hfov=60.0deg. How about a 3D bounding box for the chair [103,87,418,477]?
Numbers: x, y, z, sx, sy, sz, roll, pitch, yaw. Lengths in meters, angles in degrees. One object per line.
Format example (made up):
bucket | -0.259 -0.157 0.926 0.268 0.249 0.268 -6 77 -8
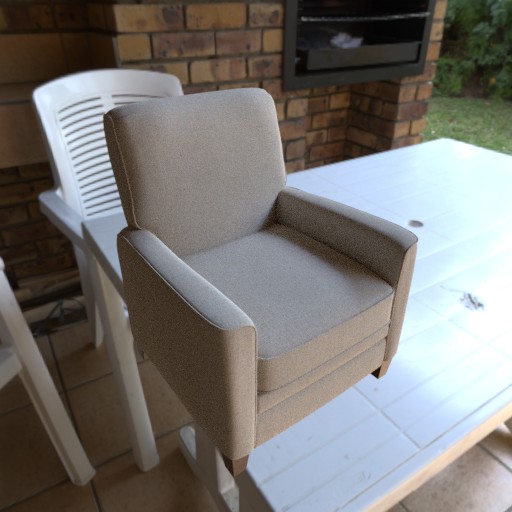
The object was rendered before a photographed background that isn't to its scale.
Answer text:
chair | 0.000 0.000 1.609 0.845 1.023 0.859 -21 36 -31
